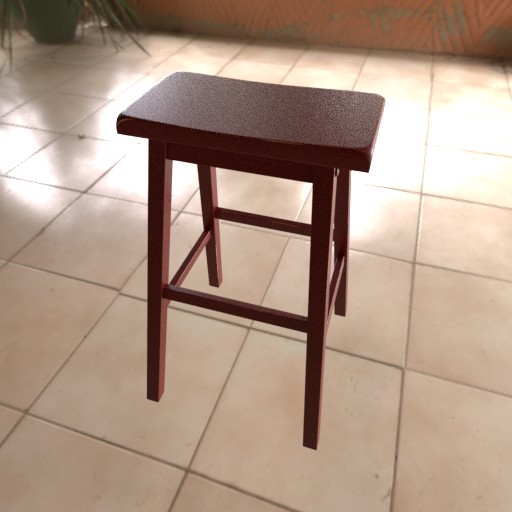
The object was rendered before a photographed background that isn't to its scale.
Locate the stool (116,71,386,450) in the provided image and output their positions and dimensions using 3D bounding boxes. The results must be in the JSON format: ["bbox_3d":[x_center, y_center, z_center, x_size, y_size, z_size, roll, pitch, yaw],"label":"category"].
[{"bbox_3d":[0.000,0.000,1.049,0.457,0.737,0.476,12,43,13],"label":"stool"}]
